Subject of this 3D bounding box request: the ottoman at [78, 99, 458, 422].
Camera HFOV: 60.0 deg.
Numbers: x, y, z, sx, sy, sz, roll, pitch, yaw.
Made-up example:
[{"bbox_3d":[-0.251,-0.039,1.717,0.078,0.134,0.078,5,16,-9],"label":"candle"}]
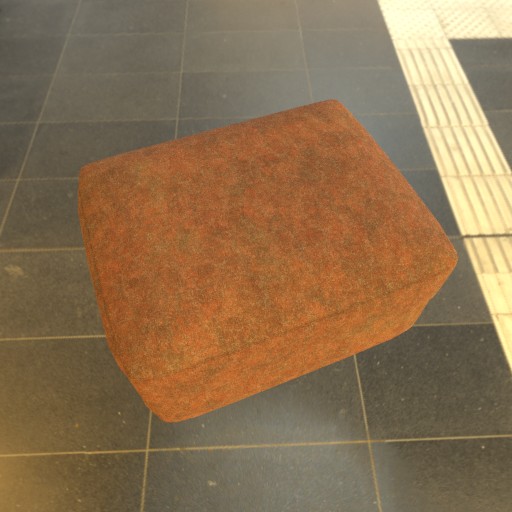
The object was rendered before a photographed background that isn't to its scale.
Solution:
[{"bbox_3d":[0.000,0.000,1.179,0.787,0.508,0.635,-18,59,-12],"label":"ottoman"}]
